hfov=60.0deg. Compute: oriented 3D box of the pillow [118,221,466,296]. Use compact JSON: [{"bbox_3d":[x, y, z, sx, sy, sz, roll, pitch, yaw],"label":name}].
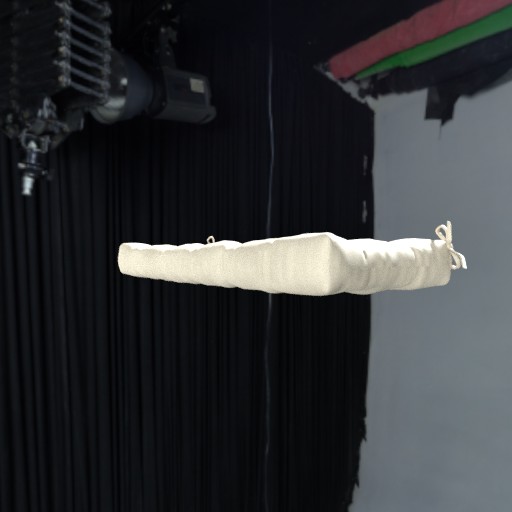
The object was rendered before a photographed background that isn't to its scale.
[{"bbox_3d":[0.000,0.000,1.408,0.511,0.174,1.194,0,0,-37],"label":"pillow"}]
